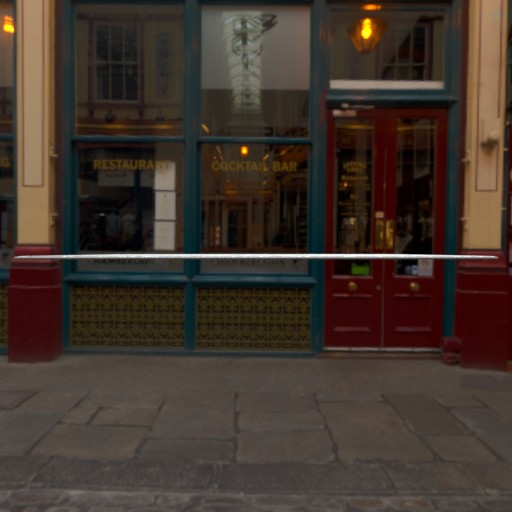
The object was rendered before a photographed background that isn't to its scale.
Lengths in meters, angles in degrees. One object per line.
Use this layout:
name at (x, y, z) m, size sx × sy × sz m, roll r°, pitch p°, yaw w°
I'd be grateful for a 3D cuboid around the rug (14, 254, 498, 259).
rug at (0.000, 0.000, 2.804) m, size 2.206 × 0.014 × 1.578 m, roll 0°, pitch 1°, yaw 0°
